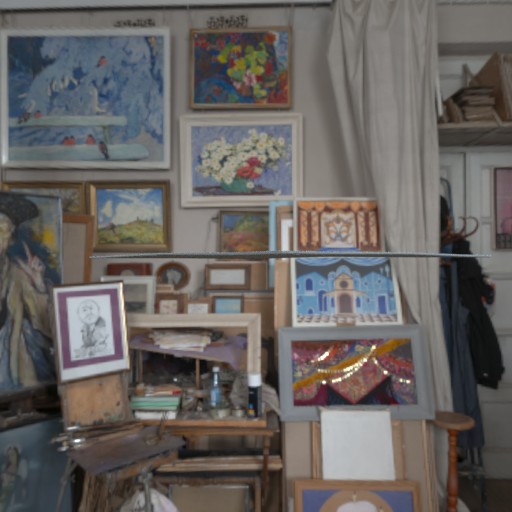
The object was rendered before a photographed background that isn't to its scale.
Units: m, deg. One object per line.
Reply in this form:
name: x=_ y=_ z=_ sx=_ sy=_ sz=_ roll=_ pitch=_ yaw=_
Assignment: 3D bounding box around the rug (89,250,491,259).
rug: x=0.000 y=0.000 z=2.301 sx=1.174 sy=0.022 sz=1.853 roll=1 pitch=-1 yaw=-36
